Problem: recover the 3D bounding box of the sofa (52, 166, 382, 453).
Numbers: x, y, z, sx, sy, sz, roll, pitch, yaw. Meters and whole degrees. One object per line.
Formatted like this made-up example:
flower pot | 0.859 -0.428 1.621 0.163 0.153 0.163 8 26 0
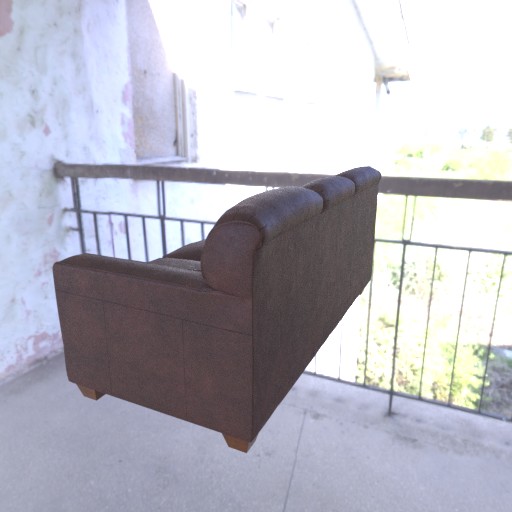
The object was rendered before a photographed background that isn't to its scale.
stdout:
sofa | 0.000 0.000 2.558 1.008 0.953 2.039 8 18 25
